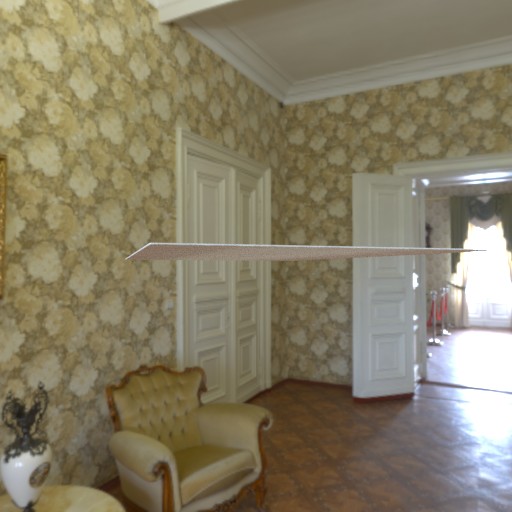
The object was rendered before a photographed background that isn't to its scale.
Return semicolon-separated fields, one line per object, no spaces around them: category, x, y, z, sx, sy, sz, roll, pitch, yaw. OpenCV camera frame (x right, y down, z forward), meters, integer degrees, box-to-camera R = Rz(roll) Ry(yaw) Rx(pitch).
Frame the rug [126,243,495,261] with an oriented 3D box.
rug;0.000;0.000;2.294;1.234;0.006;1.850;1;-2;-18
